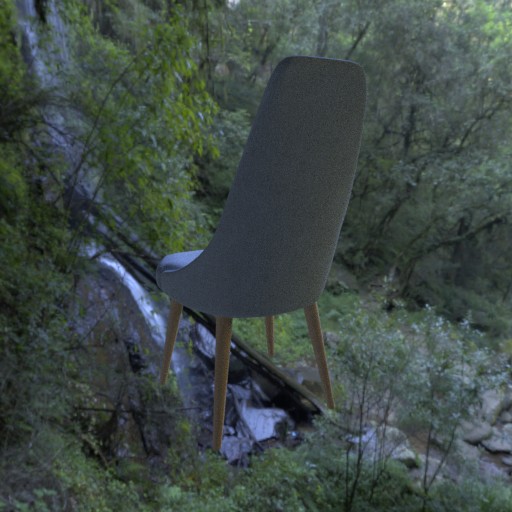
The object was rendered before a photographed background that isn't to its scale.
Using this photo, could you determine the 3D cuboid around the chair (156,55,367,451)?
[{"bbox_3d":[0.000,0.000,1.371,0.510,1.040,0.660,-8,16,-28],"label":"chair"}]
